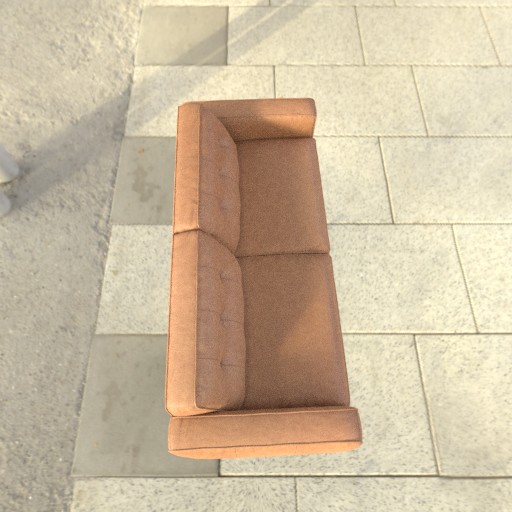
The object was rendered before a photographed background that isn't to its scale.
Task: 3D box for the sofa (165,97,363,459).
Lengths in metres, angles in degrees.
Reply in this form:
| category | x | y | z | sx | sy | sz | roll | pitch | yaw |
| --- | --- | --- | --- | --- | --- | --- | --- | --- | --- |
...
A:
| category | x | y | z | sx | sy | sz | roll | pitch | yaw |
| --- | --- | --- | --- | --- | --- | --- | --- | --- | --- |
| sofa | 0.000 | 0.000 | 2.753 | 0.953 | 0.780 | 2.270 | -2 | 64 | -1 |
